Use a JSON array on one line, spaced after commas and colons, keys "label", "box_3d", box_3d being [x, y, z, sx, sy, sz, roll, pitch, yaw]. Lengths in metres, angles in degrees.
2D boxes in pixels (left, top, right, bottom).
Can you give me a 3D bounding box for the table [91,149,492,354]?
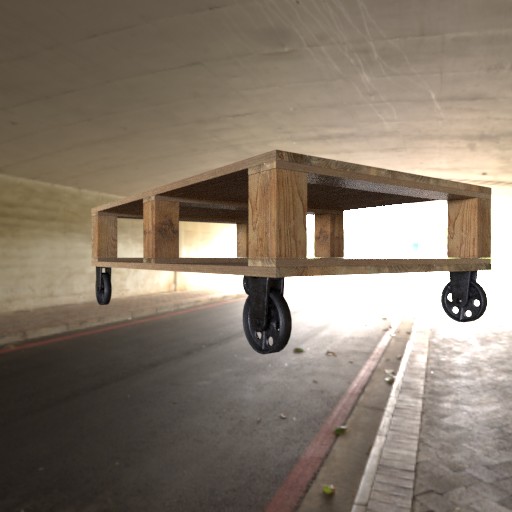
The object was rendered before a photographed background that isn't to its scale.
[{"label": "table", "box_3d": [0.000, 0.000, 1.632, 0.827, 0.413, 1.299, 0, 0, -35]}]
